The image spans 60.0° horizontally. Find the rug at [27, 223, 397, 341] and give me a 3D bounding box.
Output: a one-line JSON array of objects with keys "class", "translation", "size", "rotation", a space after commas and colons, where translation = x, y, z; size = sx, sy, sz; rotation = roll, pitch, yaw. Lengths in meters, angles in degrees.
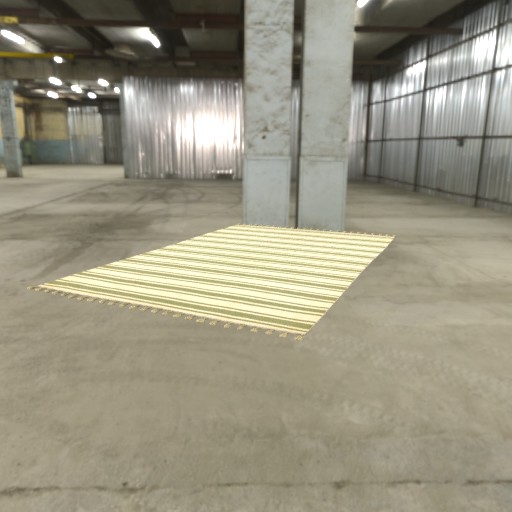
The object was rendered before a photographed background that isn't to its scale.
[{"class": "rug", "translation": [0.000, 0.000, 3.074], "size": [1.540, 0.018, 2.435], "rotation": [6, 15, 25]}]
